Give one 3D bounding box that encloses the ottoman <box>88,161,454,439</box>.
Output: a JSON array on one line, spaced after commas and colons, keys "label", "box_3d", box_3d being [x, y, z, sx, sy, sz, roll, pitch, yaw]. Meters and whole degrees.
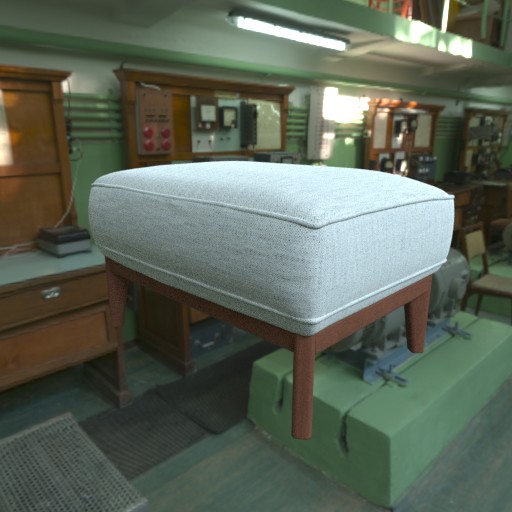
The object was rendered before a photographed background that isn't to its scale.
[{"label": "ottoman", "box_3d": [0.000, 0.000, 1.159, 0.794, 0.465, 0.594, 15, 22, 43]}]
